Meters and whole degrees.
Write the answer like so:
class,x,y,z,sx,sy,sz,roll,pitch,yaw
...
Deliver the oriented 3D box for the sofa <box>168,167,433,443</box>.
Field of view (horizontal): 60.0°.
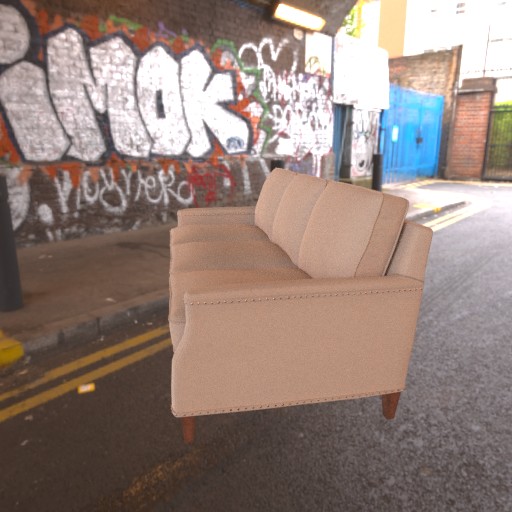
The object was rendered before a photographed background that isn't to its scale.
class,x,y,z,sx,sy,sz,roll,pitch,yaw
sofa,0.000,0.000,2.800,1.084,1.003,2.246,-3,14,-10
